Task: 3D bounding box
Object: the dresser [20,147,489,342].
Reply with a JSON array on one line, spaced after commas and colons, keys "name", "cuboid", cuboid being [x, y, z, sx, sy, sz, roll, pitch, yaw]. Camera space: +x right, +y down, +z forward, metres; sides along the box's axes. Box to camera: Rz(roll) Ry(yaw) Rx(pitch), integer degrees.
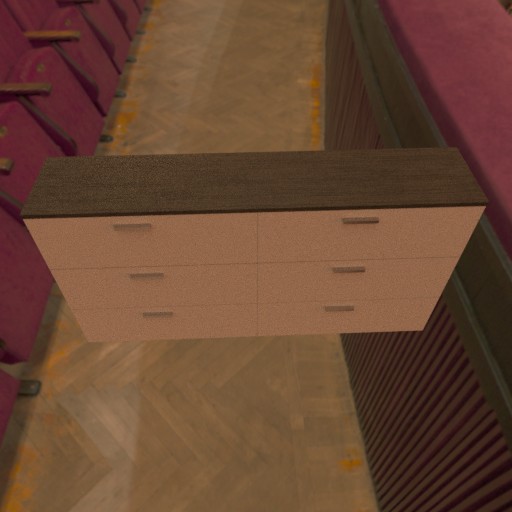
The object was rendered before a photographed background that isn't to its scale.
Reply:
[{"name": "dresser", "cuboid": [0.000, 0.000, 1.840, 1.535, 0.790, 0.333, -2, 48, -2]}]
